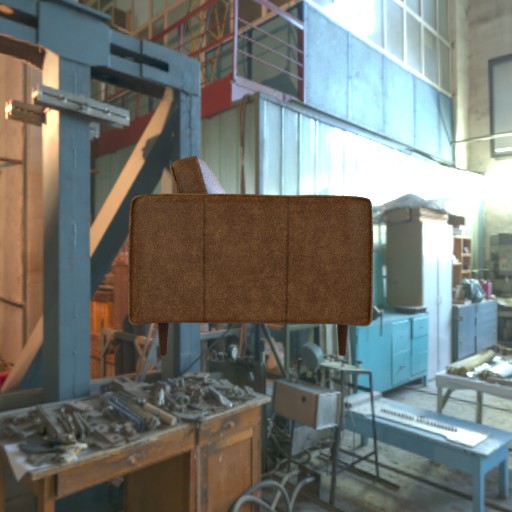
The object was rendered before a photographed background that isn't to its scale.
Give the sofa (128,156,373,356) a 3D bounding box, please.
[{"bbox_3d":[0.000,0.000,2.624,0.886,0.779,2.199,0,0,0],"label":"sofa"}]
